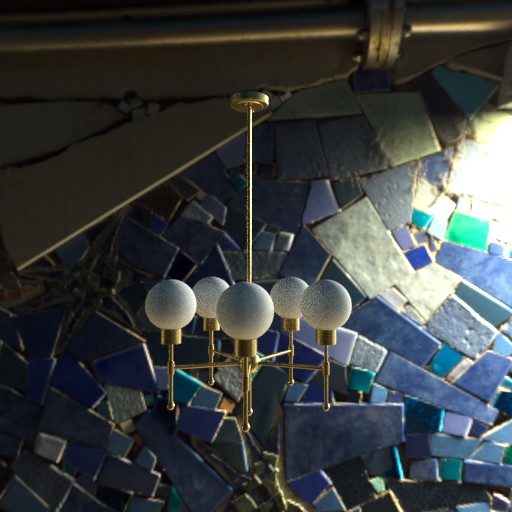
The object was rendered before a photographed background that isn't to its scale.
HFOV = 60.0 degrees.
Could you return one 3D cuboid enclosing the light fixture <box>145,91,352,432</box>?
[{"bbox_3d":[0.000,0.000,1.852,0.785,1.331,0.815,0,-1,19],"label":"light fixture"}]
